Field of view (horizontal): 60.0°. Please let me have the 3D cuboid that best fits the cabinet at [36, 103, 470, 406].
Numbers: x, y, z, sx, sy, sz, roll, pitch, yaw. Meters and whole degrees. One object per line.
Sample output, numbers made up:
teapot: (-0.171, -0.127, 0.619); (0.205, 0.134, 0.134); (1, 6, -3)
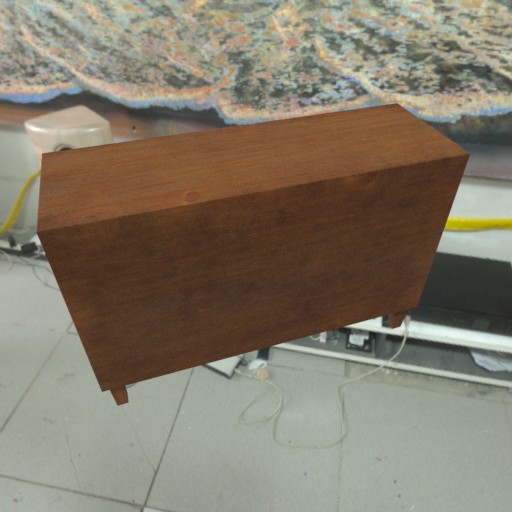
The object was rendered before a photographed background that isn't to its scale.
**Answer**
cabinet: (0.000, 0.000, 1.576); (1.204, 0.805, 0.403); (-12, 42, -14)
